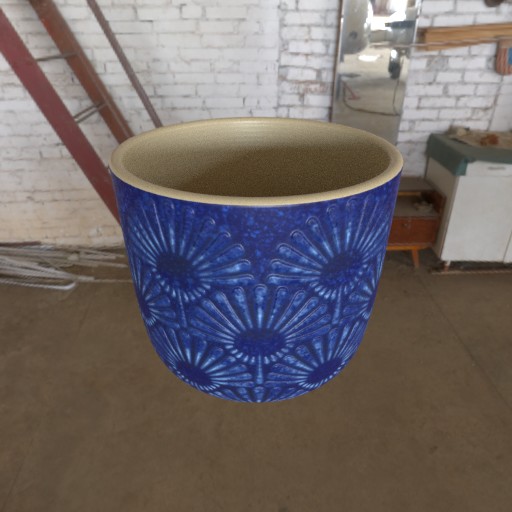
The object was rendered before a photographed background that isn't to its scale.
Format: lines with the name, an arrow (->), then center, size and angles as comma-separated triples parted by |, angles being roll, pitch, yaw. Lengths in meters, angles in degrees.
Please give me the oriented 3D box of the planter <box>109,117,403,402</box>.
planter -> 0.000, 0.000, 0.220 | 0.124, 0.109, 0.124 | 0, 29, 0
